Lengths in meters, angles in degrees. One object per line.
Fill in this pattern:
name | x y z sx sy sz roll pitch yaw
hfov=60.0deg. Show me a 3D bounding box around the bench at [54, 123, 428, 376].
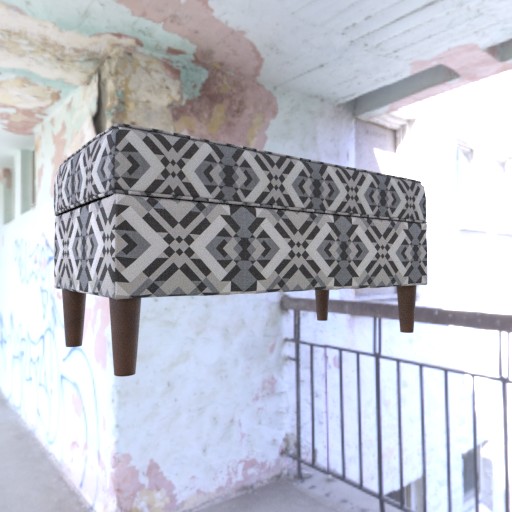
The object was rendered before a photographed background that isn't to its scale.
bench | 0.000 0.000 1.290 1.016 0.477 0.492 1 -1 -36
